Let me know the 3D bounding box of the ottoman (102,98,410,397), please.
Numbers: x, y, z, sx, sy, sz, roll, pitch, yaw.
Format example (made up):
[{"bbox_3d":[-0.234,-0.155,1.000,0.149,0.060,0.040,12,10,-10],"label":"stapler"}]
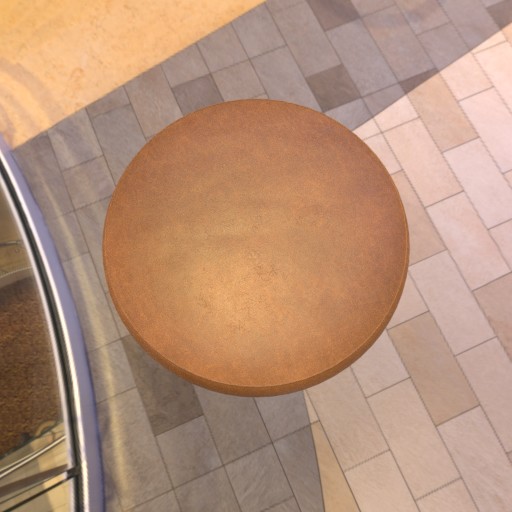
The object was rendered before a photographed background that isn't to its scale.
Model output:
[{"bbox_3d":[0.000,0.000,1.016,0.607,0.438,0.607,0,75,0],"label":"ottoman"}]
